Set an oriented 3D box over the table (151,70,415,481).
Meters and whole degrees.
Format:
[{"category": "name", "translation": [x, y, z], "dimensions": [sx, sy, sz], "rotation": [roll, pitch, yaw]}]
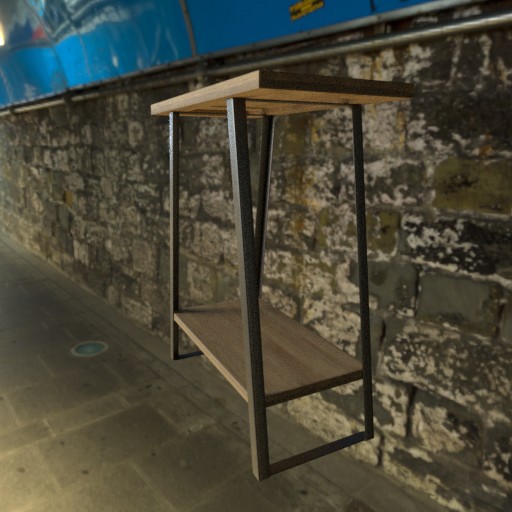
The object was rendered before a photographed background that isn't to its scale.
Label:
[{"category": "table", "translation": [0.000, 0.000, 1.028], "dimensions": [0.300, 0.701, 0.599], "rotation": [-7, 15, -26]}]
